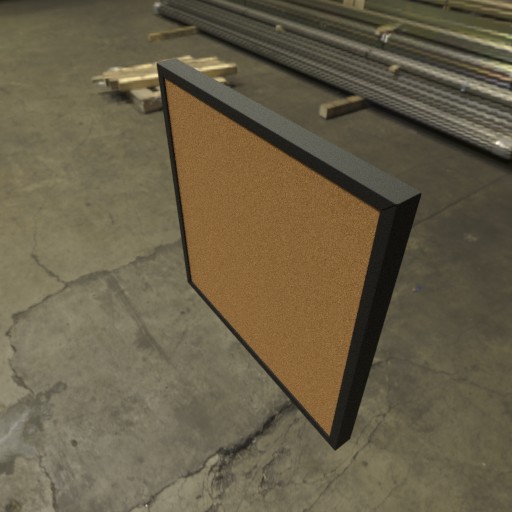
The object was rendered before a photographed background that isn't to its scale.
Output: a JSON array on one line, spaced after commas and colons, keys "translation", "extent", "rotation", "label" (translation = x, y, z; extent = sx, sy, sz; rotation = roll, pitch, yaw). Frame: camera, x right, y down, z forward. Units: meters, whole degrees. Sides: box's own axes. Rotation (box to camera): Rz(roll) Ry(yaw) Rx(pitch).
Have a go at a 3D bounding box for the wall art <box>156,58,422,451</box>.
[{"translation": [0.000, 0.000, 0.751], "extent": [0.037, 0.508, 0.508], "rotation": [-26, 47, -26], "label": "wall art"}]
